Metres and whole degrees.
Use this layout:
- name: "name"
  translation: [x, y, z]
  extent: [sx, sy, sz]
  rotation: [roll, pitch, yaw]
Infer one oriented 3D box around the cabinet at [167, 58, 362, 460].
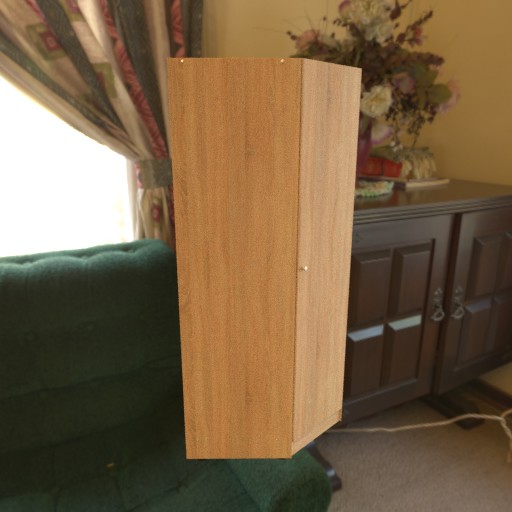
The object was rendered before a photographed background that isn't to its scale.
- name: "cabinet"
  translation: [0.000, 0.000, 2.770]
  extent: [1.327, 2.120, 1.094]
  rotation: [-15, 21, -42]
